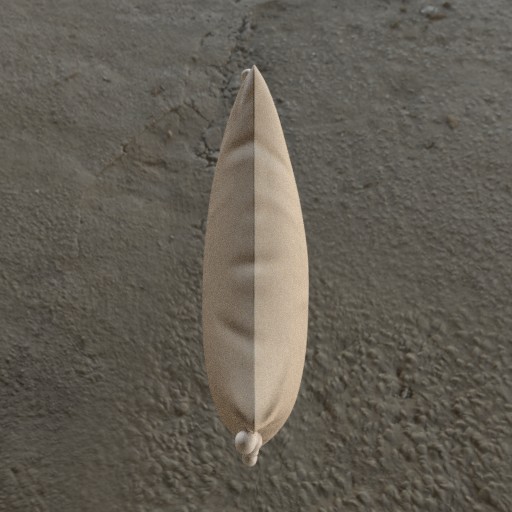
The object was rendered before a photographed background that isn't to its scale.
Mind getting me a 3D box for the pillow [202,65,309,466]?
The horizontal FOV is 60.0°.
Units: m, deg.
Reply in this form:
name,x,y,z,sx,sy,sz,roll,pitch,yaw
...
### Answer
name,x,y,z,sx,sy,sz,roll,pitch,yaw
pillow,0.000,0.000,0.836,0.201,0.322,0.709,0,63,0
